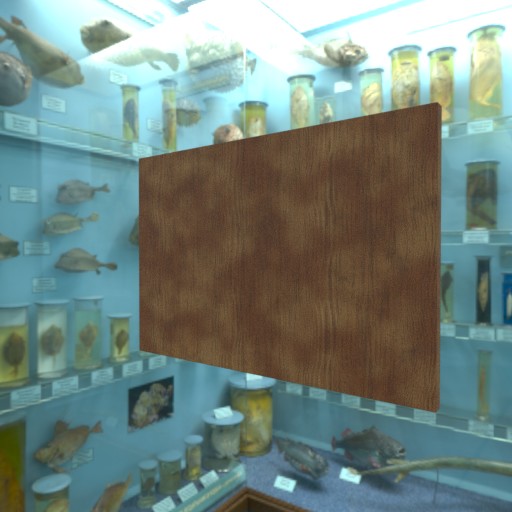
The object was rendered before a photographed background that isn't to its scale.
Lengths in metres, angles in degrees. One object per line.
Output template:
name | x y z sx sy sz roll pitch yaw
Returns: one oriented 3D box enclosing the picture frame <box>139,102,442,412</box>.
picture frame | 0.000 0.000 1.207 0.950 0.640 0.029 1 1 37
